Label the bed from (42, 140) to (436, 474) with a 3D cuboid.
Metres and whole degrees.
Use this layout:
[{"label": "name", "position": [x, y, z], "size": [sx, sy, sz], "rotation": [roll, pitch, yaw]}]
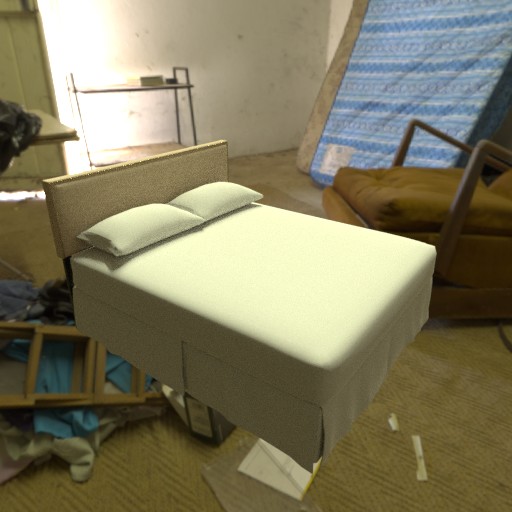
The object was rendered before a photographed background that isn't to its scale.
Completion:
[{"label": "bed", "position": [0.000, 0.000, 2.795], "size": [1.876, 1.016, 1.616], "rotation": [17, 30, 33]}]
